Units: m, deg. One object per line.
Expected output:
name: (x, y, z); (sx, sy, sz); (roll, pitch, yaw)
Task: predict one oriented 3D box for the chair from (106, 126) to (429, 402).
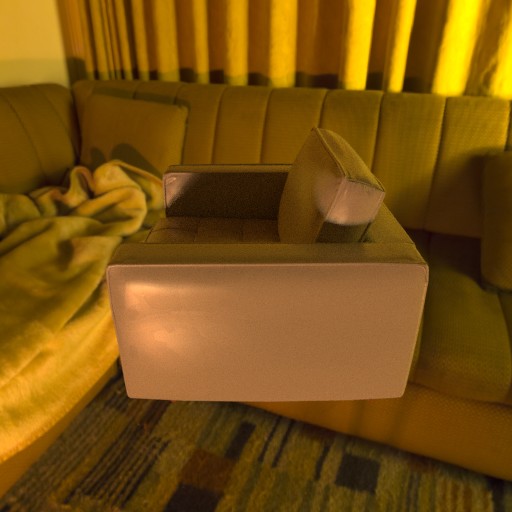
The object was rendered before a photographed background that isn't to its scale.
chair: (0.000, 0.000, 1.534); (0.843, 0.773, 0.928); (0, 27, 0)
